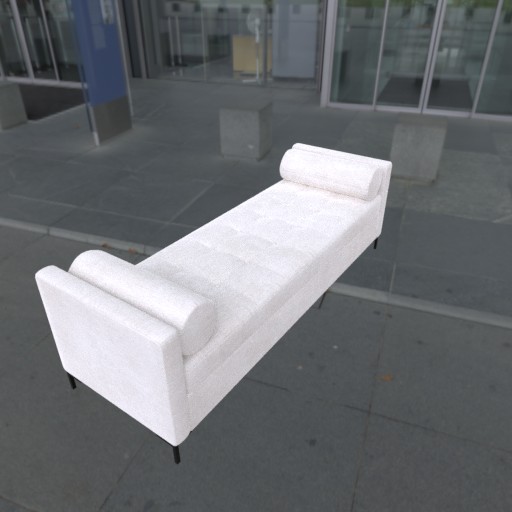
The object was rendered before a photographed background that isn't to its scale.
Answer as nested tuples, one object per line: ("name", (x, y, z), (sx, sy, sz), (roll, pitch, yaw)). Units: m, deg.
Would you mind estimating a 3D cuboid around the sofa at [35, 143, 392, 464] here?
("sofa", (0.000, 0.000, 2.359), (0.686, 0.635, 1.981), (20, 37, 29))
